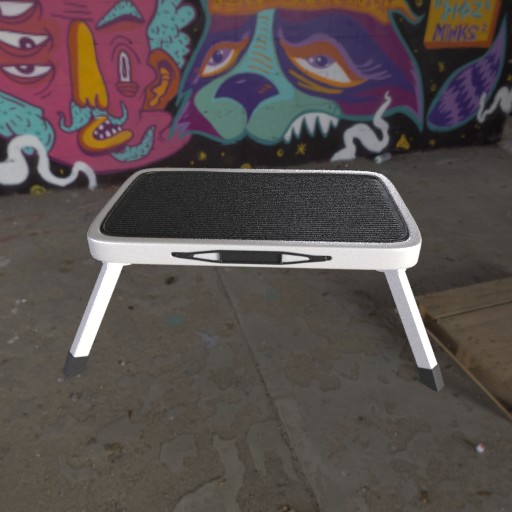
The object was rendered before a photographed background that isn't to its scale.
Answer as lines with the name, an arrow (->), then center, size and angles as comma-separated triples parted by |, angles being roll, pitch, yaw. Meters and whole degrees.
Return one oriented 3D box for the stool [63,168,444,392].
stool -> 0.000, 0.000, 0.619 | 0.460, 0.170, 0.320 | 1, 31, 2
